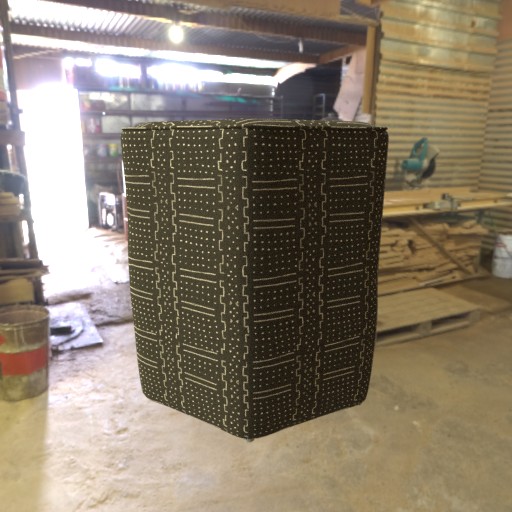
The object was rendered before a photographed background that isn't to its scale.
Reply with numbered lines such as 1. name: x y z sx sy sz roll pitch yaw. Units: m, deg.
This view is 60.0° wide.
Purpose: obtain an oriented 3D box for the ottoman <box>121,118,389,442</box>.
1. ottoman: 0.000 0.000 0.876 0.494 0.502 0.443 -7 16 -26
